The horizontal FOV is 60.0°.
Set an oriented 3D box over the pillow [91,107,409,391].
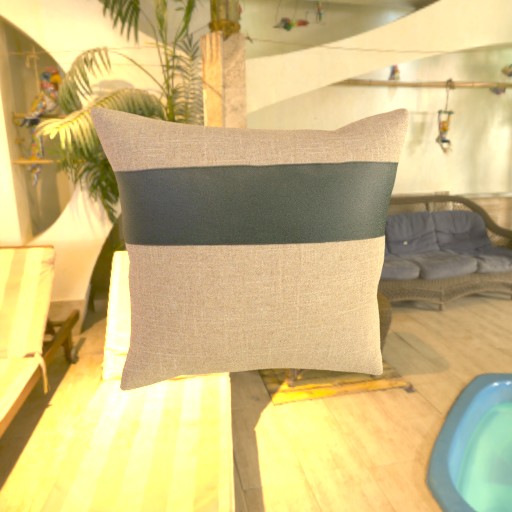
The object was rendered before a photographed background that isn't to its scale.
[{"bbox_3d":[0.000,0.000,0.626,0.414,0.399,0.173,-2,15,-6],"label":"pillow"}]
